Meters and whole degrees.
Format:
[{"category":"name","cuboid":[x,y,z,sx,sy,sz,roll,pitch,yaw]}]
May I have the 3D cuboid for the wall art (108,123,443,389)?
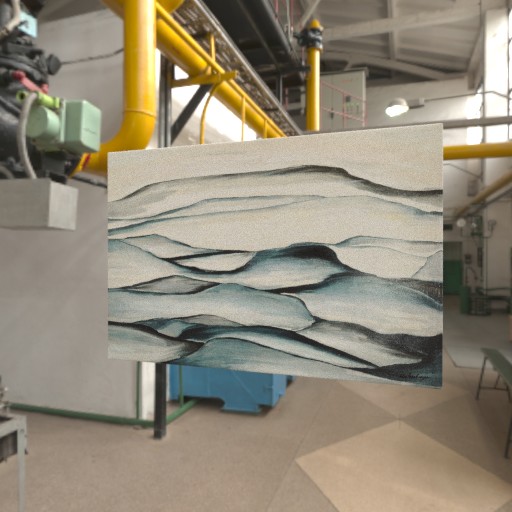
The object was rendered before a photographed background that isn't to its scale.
[{"category":"wall art","cuboid":[0.000,0.000,1.178,0.914,0.609,0.039,0,0,19]}]
